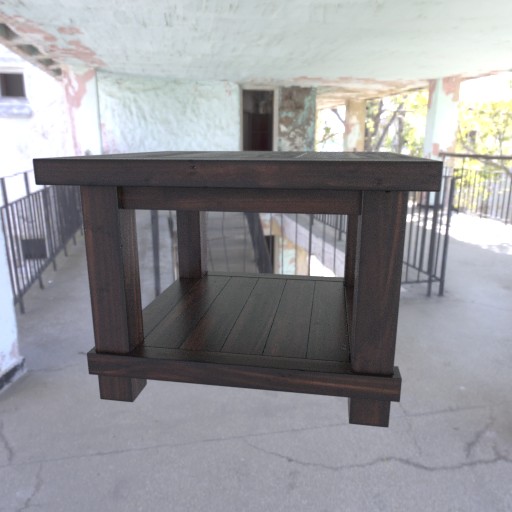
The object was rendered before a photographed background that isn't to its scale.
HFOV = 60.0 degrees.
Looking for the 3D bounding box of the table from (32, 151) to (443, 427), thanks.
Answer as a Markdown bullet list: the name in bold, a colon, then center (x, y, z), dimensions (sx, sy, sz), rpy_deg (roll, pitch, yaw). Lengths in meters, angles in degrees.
- **table**: center (0.000, 0.000, 0.976), dimensions (0.606, 0.437, 0.593), rpy_deg (2, 15, 9)
